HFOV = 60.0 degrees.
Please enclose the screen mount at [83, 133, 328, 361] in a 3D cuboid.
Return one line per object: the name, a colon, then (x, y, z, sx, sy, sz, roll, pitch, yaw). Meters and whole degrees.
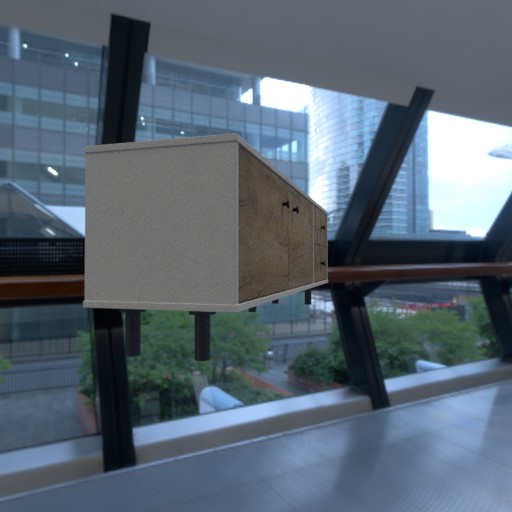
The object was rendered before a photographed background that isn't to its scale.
screen mount: (0.000, 0.000, 1.803, 0.418, 0.520, 1.600, 0, -1, 16)
